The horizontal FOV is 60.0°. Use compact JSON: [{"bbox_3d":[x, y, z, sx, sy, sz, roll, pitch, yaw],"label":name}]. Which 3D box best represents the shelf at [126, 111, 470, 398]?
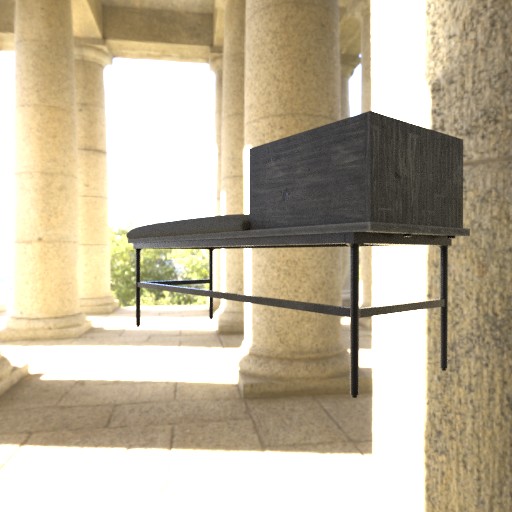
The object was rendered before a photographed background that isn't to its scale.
[{"bbox_3d":[0.000,0.000,1.601,0.457,0.633,1.342,0,0,-38],"label":"shelf"}]
